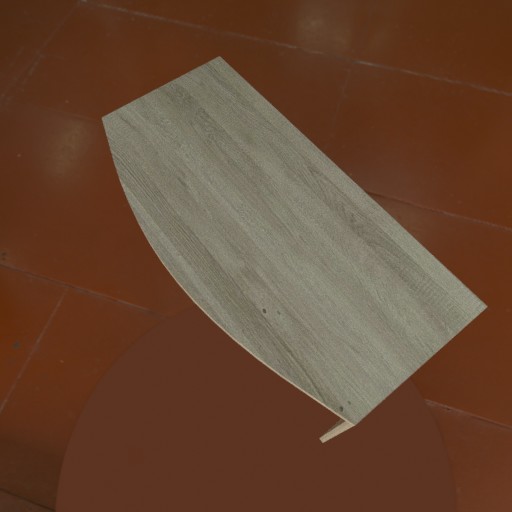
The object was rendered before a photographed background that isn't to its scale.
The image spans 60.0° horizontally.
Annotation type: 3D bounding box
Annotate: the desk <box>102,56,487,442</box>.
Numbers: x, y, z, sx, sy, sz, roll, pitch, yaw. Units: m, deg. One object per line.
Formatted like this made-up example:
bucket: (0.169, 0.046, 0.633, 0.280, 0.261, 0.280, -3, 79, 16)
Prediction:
desk: (0.000, 0.000, 2.054, 0.802, 0.752, 1.600, -35, 68, -16)
